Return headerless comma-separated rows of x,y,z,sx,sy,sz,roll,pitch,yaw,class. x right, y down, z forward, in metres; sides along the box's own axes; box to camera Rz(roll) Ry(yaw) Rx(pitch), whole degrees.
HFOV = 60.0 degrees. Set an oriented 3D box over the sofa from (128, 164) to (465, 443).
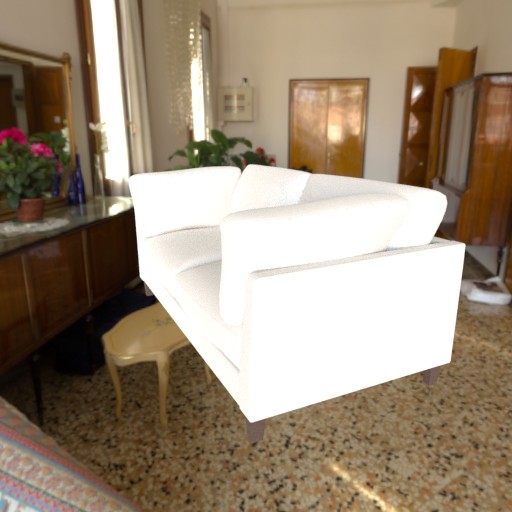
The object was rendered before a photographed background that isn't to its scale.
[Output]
0.000,0.000,2.306,0.970,0.836,1.776,-7,17,-25,sofa
